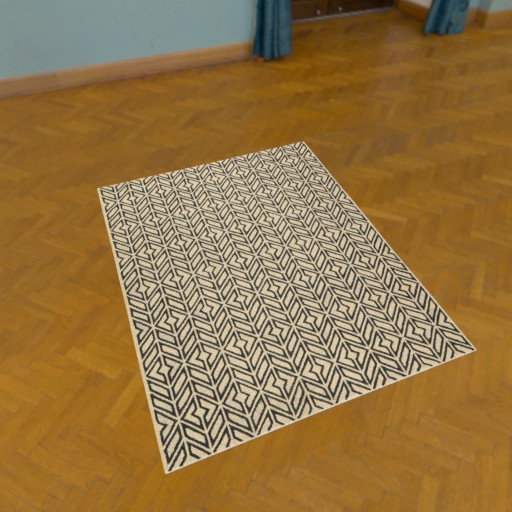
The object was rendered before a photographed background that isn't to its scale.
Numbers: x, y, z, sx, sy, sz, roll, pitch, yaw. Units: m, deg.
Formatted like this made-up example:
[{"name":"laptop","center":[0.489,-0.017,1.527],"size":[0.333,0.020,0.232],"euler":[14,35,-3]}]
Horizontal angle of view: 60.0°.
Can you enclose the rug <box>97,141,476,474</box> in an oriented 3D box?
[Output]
[{"name":"rug","center":[0.000,0.000,4.040],"size":[2.421,0.008,3.045],"euler":[-16,49,-14]}]
